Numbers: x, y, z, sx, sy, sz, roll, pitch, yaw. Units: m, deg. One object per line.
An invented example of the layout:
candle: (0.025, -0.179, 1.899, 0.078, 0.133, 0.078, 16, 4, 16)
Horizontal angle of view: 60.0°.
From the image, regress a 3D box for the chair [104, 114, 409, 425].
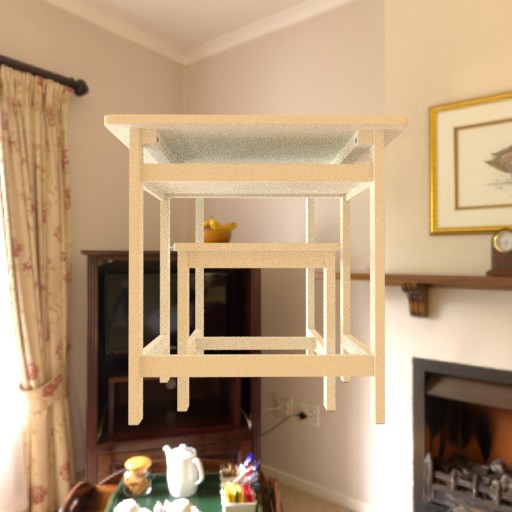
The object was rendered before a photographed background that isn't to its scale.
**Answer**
chair: (0.000, 0.000, 1.080, 0.599, 0.673, 0.461, 0, -1, -1)
